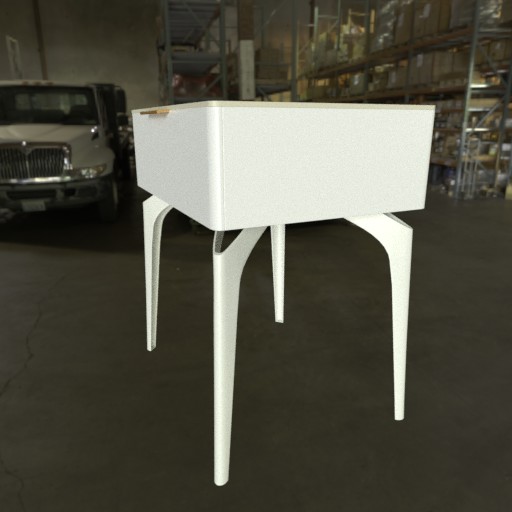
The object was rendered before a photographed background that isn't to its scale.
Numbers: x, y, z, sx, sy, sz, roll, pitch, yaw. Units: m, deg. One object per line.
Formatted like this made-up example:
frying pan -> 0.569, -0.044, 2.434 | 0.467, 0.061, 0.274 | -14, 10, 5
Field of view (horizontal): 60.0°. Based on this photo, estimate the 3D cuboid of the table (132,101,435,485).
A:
table -> 0.000, 0.000, 0.901 | 0.400, 0.570, 0.500 | -8, 19, -25
